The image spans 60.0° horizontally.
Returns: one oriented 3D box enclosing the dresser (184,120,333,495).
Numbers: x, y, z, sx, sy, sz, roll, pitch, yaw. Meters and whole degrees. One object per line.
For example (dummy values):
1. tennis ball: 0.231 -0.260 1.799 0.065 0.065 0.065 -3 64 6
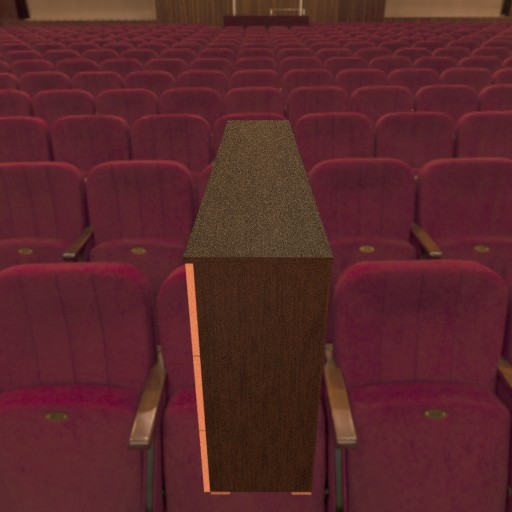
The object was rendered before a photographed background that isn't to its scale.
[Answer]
1. dresser: 0.000 0.000 1.800 0.333 0.790 1.535 0 27 0
